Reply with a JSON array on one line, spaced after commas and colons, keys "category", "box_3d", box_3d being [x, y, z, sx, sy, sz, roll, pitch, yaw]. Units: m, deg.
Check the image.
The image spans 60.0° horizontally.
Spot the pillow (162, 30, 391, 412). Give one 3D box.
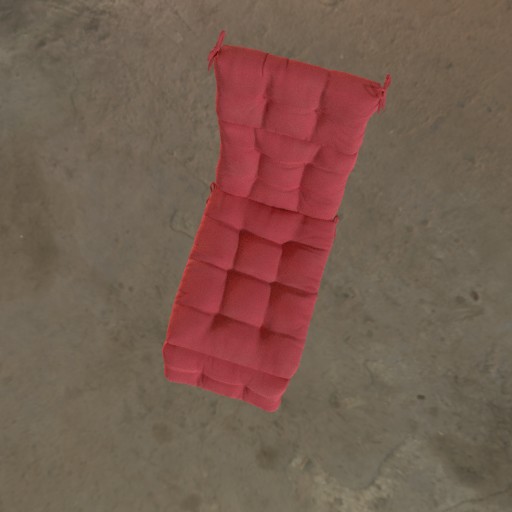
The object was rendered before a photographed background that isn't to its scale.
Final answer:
[{"category": "pillow", "box_3d": [0.000, 0.000, 1.510, 0.526, 0.863, 1.016, 16, 77, 4]}]
